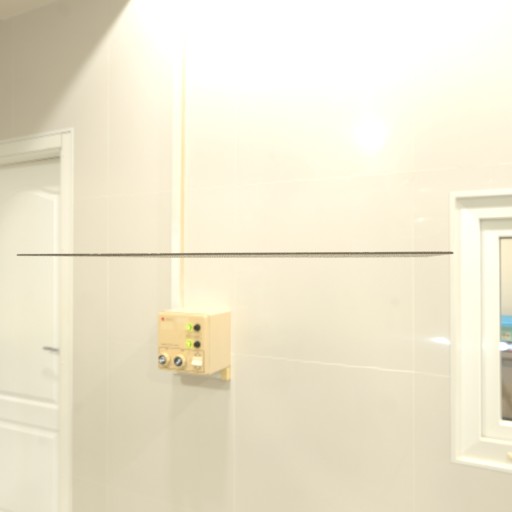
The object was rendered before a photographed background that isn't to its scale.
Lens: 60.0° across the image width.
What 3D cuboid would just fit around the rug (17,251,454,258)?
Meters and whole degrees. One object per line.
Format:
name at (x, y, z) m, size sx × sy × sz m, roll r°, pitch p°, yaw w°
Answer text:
rug at (0.000, 0.000, 3.835) m, size 2.895 × 0.018 × 2.288 m, roll 0°, pitch -1°, yaw 18°
